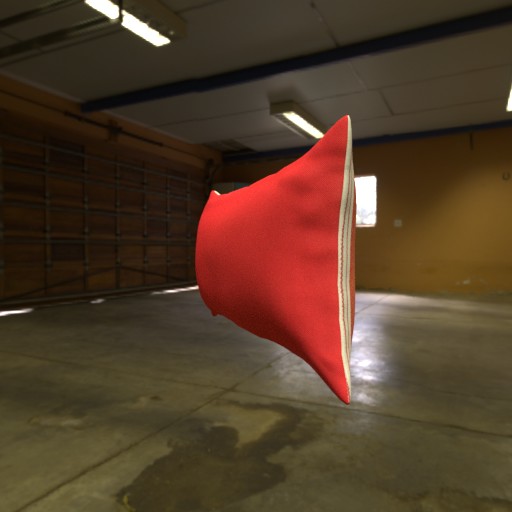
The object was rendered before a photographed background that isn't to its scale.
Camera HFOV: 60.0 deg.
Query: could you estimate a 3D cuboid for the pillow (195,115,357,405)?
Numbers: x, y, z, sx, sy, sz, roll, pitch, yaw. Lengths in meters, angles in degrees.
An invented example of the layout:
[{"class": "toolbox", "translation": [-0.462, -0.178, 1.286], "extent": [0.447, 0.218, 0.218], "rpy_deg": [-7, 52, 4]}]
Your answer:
[{"class": "pillow", "translation": [0.000, 0.000, 0.741], "extent": [0.151, 0.297, 0.608], "rpy_deg": [0, 1, -19]}]
